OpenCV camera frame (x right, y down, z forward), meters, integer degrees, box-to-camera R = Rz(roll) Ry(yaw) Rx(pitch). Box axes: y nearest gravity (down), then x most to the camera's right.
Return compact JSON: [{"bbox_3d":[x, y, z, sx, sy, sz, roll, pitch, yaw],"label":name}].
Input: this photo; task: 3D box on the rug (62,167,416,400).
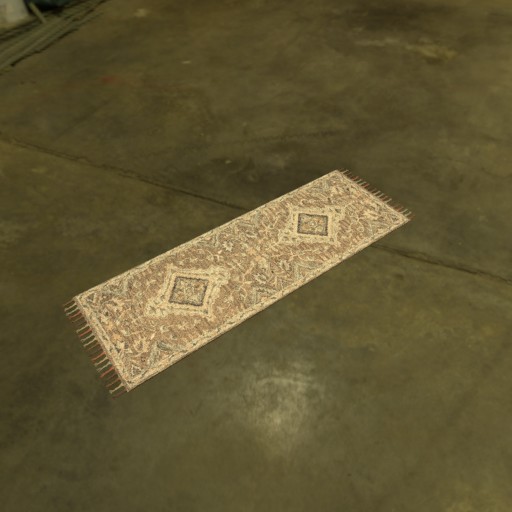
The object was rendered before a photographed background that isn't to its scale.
[{"bbox_3d":[0.000,0.000,2.830,2.378,0.018,1.324,-15,48,-14],"label":"rug"}]
